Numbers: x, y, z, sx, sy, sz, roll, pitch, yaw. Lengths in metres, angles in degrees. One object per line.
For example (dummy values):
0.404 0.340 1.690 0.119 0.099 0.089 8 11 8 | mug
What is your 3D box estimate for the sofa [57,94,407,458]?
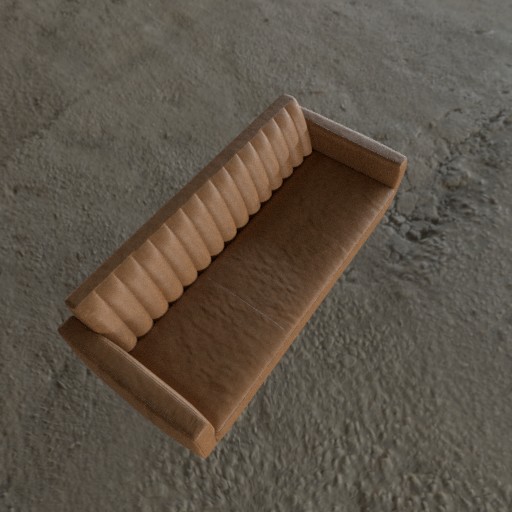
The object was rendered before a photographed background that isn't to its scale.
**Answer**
0.000 0.000 2.846 0.990 0.821 2.291 32 63 18 | sofa
